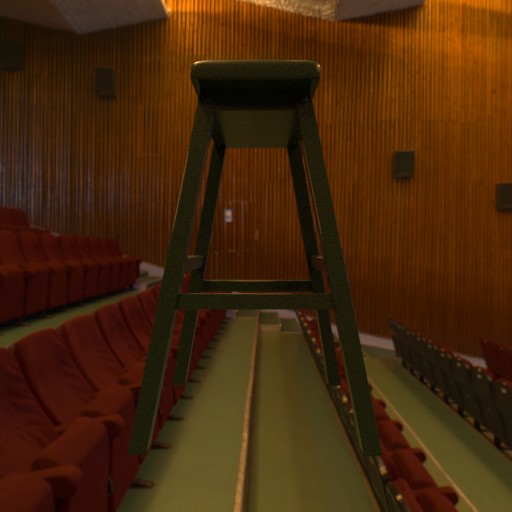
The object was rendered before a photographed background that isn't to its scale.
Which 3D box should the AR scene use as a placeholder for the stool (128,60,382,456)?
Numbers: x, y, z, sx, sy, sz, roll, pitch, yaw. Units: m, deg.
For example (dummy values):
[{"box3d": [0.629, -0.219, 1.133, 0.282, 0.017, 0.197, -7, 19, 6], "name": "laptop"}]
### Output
[{"box3d": [0.000, 0.000, 1.050, 0.476, 0.737, 0.457, 0, 1, 1], "name": "stool"}]
